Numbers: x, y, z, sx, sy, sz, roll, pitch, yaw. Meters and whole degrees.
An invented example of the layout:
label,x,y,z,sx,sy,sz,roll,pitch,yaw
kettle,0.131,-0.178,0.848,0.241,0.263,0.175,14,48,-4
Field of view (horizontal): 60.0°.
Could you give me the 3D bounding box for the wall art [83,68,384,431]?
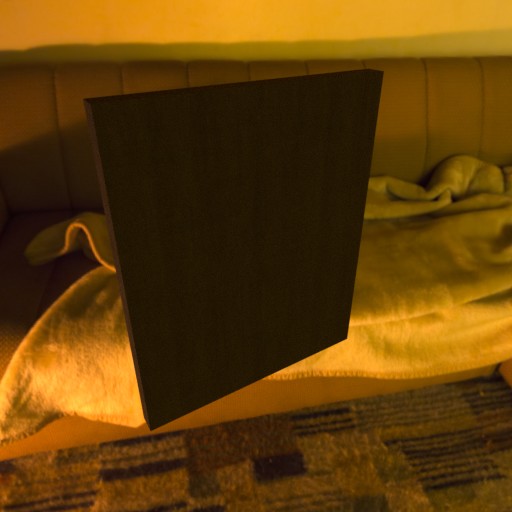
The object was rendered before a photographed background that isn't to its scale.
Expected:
label,x,y,z,sx,sy,sz,roll,pitch,yaw
wall art,0.000,0.000,0.749,0.455,0.552,0.034,-18,35,-27
